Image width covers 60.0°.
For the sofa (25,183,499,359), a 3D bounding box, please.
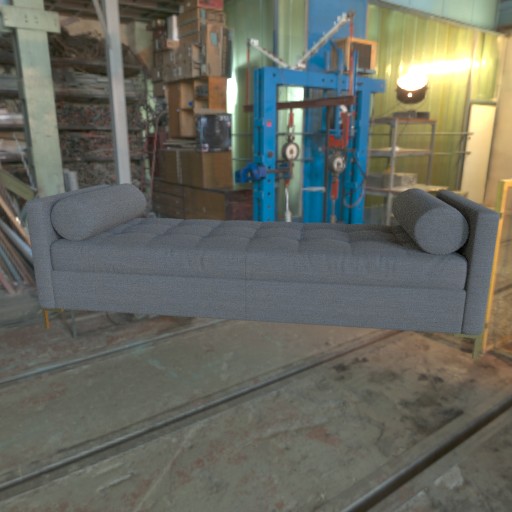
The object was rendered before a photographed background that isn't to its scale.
[{"bbox_3d":[0.000,0.000,2.222,1.981,0.635,0.686,2,16,8],"label":"sofa"}]
